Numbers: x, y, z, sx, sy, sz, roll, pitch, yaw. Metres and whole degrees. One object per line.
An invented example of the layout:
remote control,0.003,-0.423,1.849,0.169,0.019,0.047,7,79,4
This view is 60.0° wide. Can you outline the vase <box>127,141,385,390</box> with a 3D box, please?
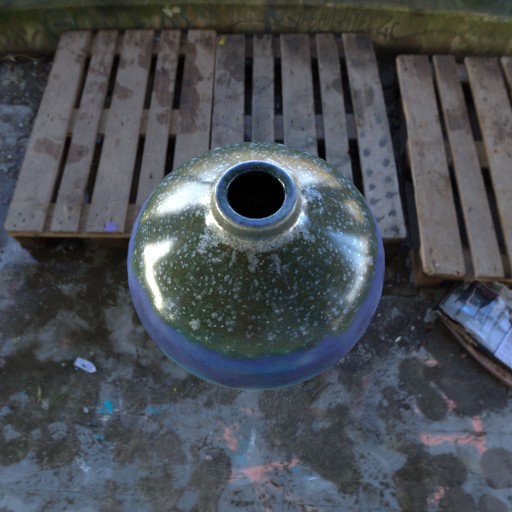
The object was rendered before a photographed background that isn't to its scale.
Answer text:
vase,0.000,0.000,0.267,0.154,0.133,0.154,0,64,0
